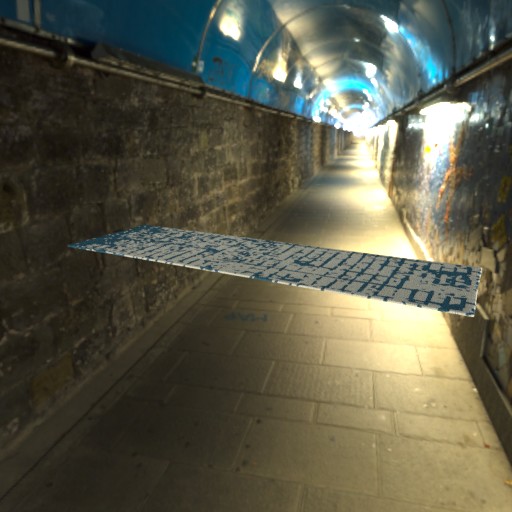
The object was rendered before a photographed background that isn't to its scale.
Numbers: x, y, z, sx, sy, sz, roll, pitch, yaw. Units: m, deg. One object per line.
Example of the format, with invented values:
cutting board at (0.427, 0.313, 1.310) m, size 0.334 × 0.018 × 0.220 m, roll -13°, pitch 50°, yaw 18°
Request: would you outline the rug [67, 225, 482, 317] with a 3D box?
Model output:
rug at (0.000, 0.000, 2.689) m, size 2.435 × 0.011 × 0.750 m, roll 8°, pitch 18°, yaw 27°
